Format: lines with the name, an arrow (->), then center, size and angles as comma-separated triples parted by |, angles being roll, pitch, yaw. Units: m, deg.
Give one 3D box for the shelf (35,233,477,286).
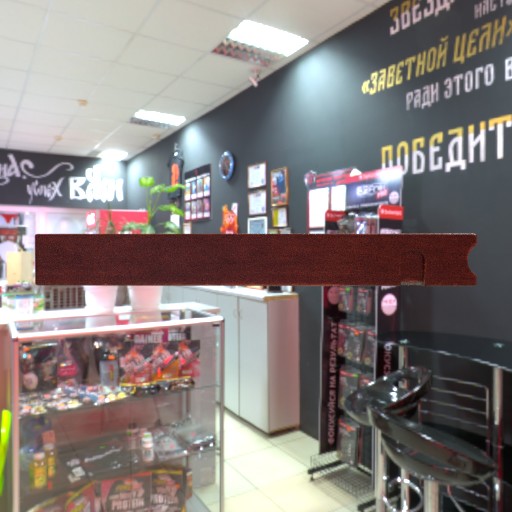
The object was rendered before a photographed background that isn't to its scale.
shelf -> 0.000, 0.000, 0.443 | 0.296, 0.035, 0.296 | 0, 1, 1
